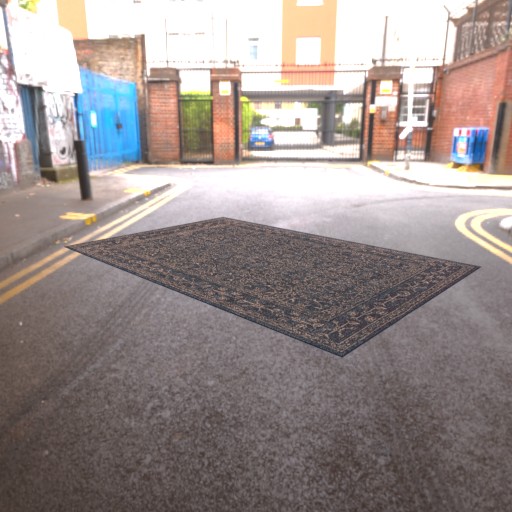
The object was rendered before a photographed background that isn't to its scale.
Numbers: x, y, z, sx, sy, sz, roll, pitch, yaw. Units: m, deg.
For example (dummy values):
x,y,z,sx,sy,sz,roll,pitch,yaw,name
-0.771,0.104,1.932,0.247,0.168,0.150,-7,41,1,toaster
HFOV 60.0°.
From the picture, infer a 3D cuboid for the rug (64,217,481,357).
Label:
x,y,z,sx,sy,sz,roll,pitch,yaw,name
0.000,0.000,2.293,1.819,0.005,1.200,15,21,41,rug
